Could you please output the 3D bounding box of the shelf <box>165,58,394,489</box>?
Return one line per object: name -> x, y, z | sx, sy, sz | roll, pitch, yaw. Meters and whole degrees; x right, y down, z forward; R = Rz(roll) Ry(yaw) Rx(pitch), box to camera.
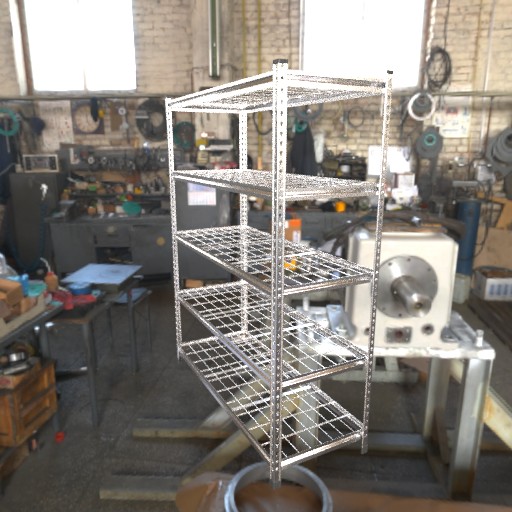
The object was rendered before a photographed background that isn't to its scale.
shelf -> 0.000, 0.000, 2.743 | 0.610, 1.981, 1.524 | -7, 16, -27
